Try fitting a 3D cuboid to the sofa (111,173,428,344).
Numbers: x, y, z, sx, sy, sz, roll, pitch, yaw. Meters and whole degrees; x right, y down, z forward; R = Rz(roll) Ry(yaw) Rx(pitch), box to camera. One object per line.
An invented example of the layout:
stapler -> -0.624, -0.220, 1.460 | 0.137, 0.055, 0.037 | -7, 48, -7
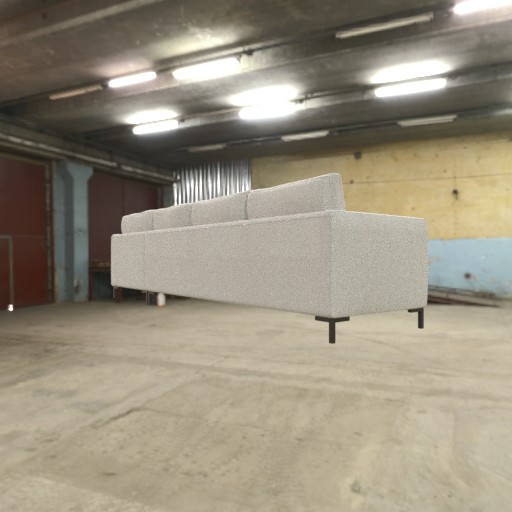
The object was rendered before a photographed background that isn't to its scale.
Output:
sofa -> 0.000, 0.000, 2.961 | 1.126, 0.677, 2.445 | 0, 0, -37
